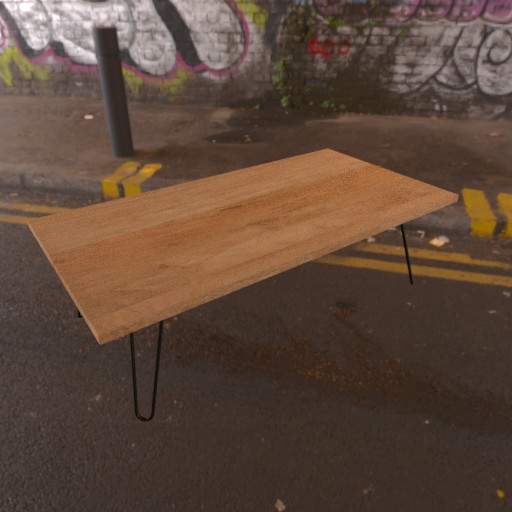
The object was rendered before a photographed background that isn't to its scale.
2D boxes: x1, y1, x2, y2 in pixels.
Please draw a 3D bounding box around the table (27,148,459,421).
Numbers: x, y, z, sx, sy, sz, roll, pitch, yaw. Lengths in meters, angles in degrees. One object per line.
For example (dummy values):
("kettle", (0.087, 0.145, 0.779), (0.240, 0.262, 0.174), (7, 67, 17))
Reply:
("table", (0.000, 0.000, 1.650), (1.348, 0.400, 0.699), (-20, 36, -30))
